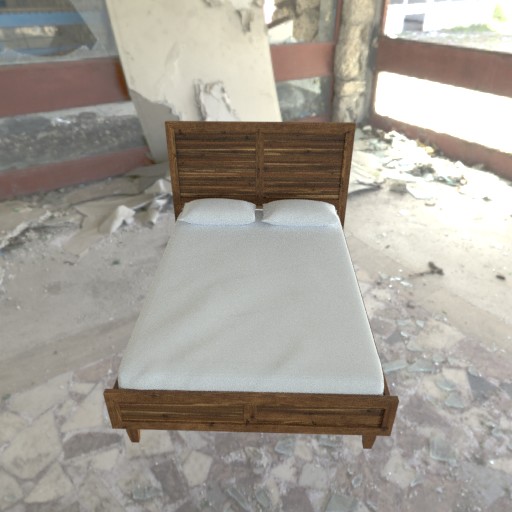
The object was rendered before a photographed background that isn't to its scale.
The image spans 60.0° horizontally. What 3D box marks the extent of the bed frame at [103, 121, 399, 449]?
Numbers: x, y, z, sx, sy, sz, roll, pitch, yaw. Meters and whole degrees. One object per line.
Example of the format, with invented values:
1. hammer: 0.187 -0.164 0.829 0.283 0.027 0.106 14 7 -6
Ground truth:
1. bed frame: 0.000 0.000 3.370 1.696 1.417 2.276 1 32 1
